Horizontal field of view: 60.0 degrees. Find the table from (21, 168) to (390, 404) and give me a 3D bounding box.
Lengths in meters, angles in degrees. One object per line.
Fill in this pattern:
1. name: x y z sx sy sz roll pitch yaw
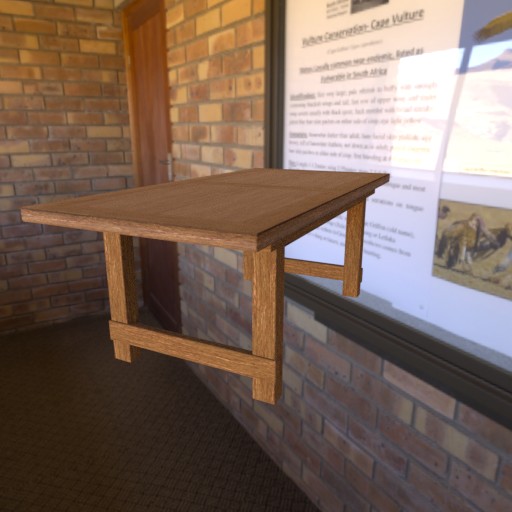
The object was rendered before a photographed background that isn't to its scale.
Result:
1. table: 0.000 0.000 2.411 1.000 0.762 1.982 8 18 26
